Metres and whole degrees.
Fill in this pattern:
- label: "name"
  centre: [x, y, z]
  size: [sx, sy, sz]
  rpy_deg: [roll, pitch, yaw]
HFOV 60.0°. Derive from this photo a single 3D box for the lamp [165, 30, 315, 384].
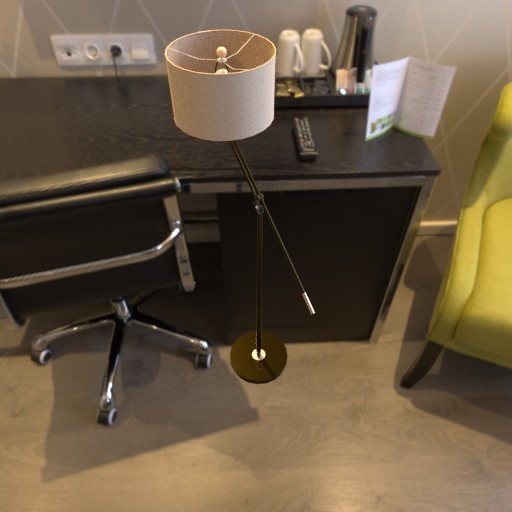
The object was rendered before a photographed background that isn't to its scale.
- label: "lamp"
  centre: [0.000, 0.000, 1.952]
  size: [0.373, 1.635, 0.809]
  rpy_deg: [-25, 51, -22]
